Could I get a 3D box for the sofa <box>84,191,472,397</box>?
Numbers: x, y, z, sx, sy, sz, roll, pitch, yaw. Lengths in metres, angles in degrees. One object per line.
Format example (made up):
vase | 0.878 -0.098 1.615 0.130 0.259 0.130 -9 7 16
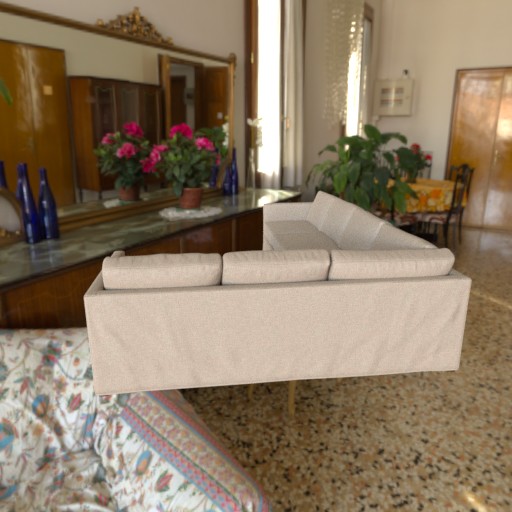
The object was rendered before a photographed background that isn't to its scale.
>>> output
sofa | 0.000 0.000 4.274 2.432 0.871 3.182 -2 16 -7
